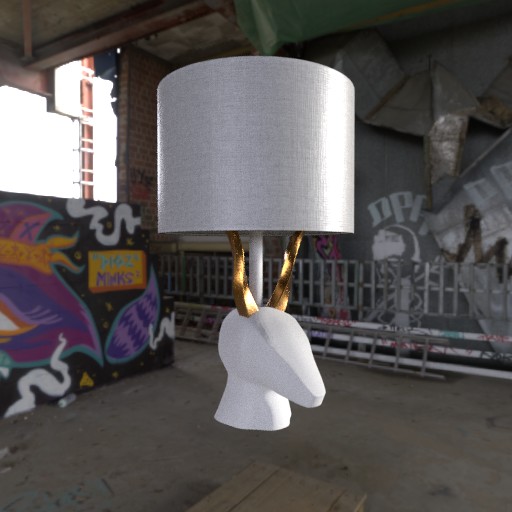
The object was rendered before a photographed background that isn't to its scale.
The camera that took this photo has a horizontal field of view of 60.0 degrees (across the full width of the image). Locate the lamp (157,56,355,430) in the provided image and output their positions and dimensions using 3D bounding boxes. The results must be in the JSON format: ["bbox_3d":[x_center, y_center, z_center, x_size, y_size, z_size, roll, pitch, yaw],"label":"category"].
[{"bbox_3d":[0.000,0.000,0.692,0.298,0.503,0.298,-1,1,-37],"label":"lamp"}]
